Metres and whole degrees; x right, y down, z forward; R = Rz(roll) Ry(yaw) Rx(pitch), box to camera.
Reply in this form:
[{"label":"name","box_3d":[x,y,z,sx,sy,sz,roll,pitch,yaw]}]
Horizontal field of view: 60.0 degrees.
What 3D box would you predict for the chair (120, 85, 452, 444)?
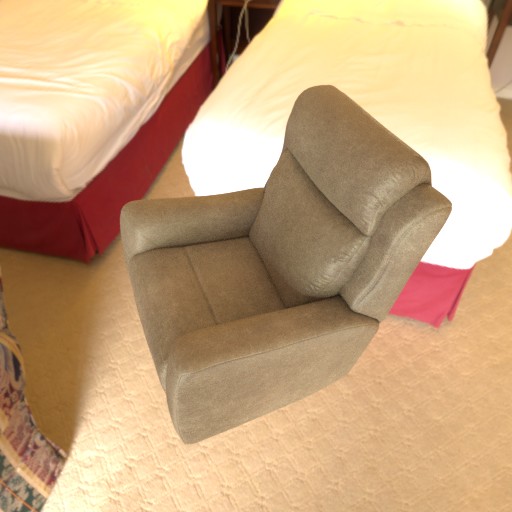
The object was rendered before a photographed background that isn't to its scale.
[{"label":"chair","box_3d":[0.000,0.000,1.894,1.068,1.116,0.965,-17,49,-15]}]
